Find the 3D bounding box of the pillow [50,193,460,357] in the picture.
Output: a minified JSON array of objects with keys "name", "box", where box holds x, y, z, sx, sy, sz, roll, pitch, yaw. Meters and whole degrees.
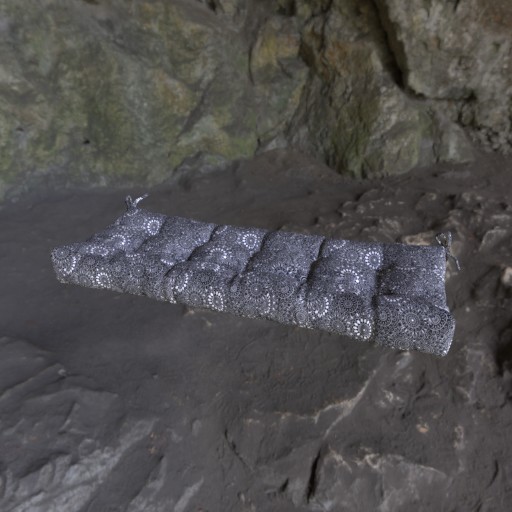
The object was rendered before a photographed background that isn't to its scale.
[{"name":"pillow","box":[0.000,0.000,1.363,1.194,0.174,0.511,9,28,17]}]
